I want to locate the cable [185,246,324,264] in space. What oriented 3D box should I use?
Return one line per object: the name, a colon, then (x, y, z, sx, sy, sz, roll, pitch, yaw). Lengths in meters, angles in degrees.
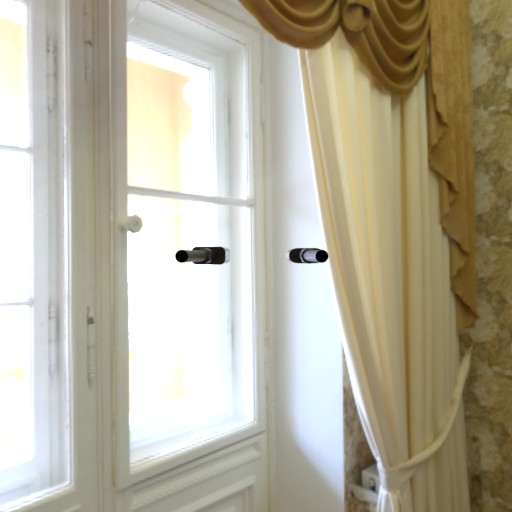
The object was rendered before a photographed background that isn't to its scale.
cable: (0.000, 0.000, 0.111, 0.040, 0.006, 0.098, 0, 0, 1)
